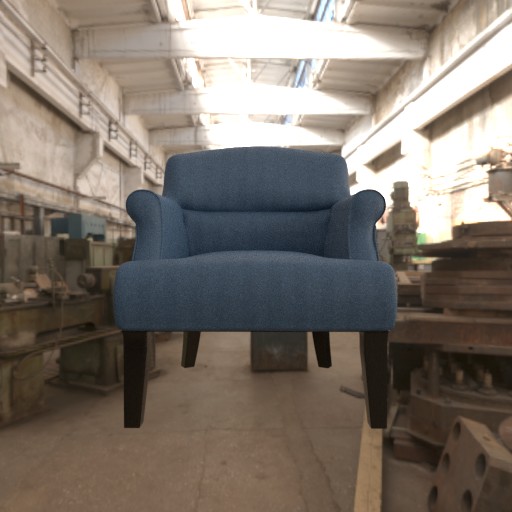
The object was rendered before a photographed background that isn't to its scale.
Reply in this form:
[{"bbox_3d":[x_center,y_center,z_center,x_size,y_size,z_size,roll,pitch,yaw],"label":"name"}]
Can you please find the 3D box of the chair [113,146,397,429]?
[{"bbox_3d":[0.000,0.000,1.472,0.770,0.878,0.754,0,1,0],"label":"chair"}]
